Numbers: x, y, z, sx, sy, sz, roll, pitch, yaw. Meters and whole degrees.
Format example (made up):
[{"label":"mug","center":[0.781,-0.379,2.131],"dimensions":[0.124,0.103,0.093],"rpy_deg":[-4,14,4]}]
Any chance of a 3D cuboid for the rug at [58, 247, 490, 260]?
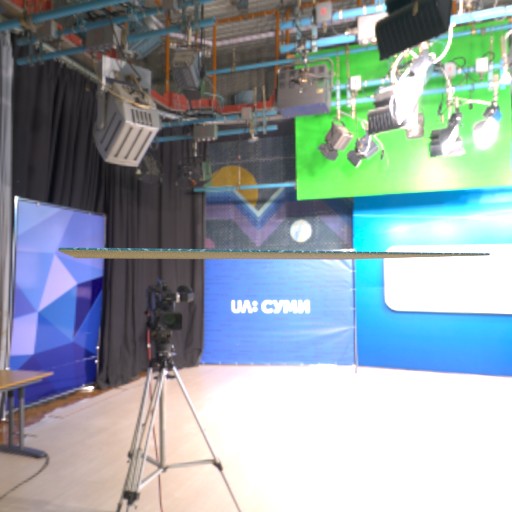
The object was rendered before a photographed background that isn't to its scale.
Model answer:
[{"label":"rug","center":[0.000,0.000,2.764],"dimensions":[2.144,0.015,1.543],"rpy_deg":[0,-1,-20]}]
